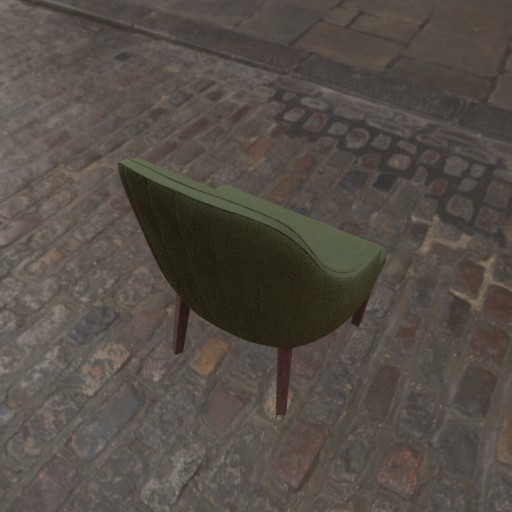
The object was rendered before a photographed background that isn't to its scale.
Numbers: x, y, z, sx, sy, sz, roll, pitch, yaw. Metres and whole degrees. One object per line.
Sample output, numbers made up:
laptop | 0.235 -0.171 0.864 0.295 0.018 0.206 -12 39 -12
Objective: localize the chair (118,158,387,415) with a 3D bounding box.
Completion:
chair | 0.000 0.000 1.293 0.643 0.889 0.575 24 52 21
